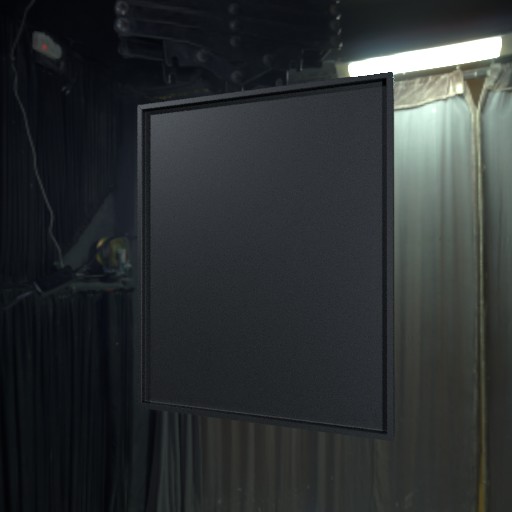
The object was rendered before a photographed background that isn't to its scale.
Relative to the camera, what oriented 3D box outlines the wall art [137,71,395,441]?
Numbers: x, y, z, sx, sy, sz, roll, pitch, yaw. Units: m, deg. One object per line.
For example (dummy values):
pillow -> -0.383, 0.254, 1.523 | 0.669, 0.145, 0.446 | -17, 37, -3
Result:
wall art -> 0.000, 0.000, 0.756 | 0.449, 0.555, 0.039 | 0, 0, 19
